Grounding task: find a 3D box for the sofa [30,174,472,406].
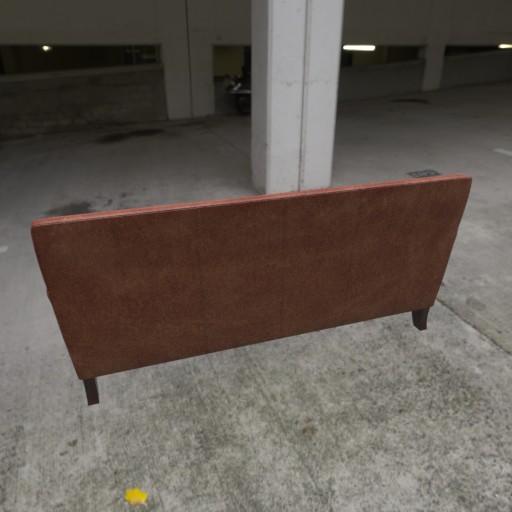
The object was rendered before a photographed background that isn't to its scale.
[{"bbox_3d":[0.000,0.000,2.465,2.053,0.947,0.805,-8,27,-17],"label":"sofa"}]
